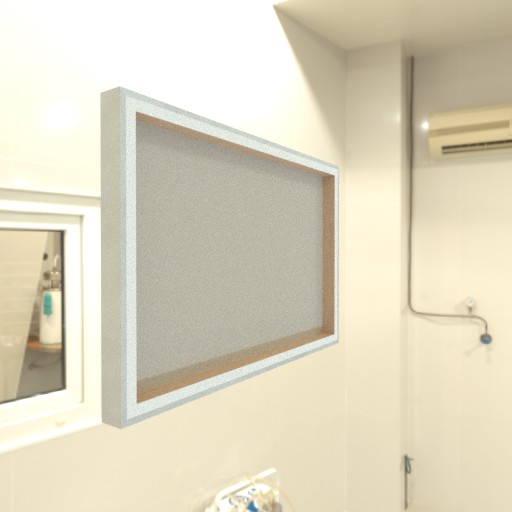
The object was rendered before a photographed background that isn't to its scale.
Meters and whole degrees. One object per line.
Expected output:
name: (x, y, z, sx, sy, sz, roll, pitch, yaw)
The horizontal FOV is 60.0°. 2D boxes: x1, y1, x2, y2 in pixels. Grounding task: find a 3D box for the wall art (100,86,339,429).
wall art: (0.000, 0.000, 0.785, 0.038, 0.407, 0.609, 0, 1, 35)
